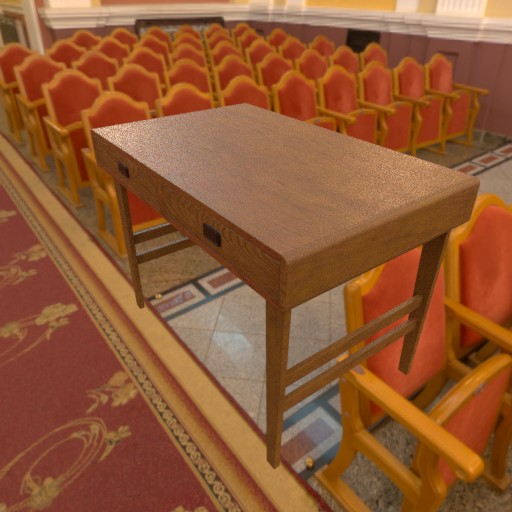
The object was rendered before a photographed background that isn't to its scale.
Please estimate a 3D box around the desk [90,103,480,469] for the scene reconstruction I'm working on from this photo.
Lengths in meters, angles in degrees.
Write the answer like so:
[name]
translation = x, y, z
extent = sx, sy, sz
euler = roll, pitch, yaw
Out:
[desk]
translation = 0.000, 0.000, 1.540
extent = 0.660, 0.754, 1.066
euler = -21, 38, -31
